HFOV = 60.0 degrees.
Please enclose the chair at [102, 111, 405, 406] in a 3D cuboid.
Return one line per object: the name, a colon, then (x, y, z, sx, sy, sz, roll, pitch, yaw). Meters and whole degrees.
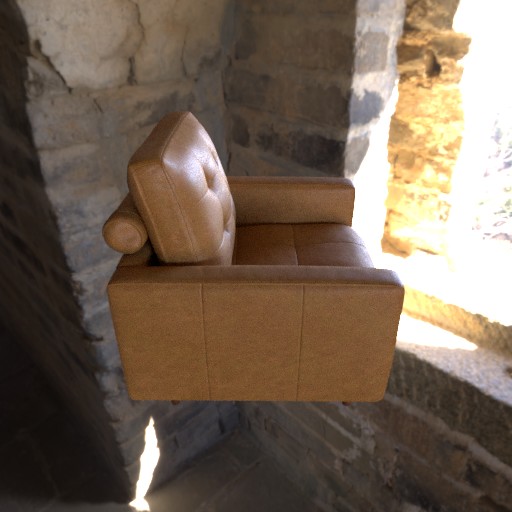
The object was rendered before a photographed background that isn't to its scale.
chair: (0.000, 0.000, 1.576, 0.868, 0.896, 0.831, 0, 31, 0)
